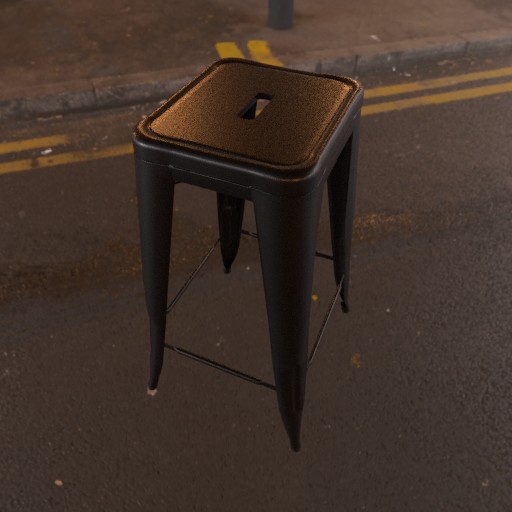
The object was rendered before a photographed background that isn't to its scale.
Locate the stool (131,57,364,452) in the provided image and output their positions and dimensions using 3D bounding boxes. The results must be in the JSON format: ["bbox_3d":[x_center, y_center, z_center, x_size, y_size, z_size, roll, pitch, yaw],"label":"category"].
[{"bbox_3d":[0.000,0.000,0.838,0.359,0.609,0.399,17,48,16],"label":"stool"}]
